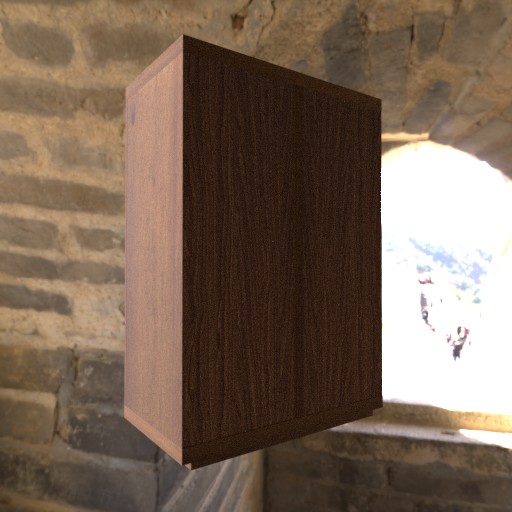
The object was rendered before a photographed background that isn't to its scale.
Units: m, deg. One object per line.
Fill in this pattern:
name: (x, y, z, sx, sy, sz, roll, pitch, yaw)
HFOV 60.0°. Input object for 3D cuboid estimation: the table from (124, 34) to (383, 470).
table: (0.000, 0.000, 1.770, 0.901, 1.294, 0.524, 1, -1, -35)
